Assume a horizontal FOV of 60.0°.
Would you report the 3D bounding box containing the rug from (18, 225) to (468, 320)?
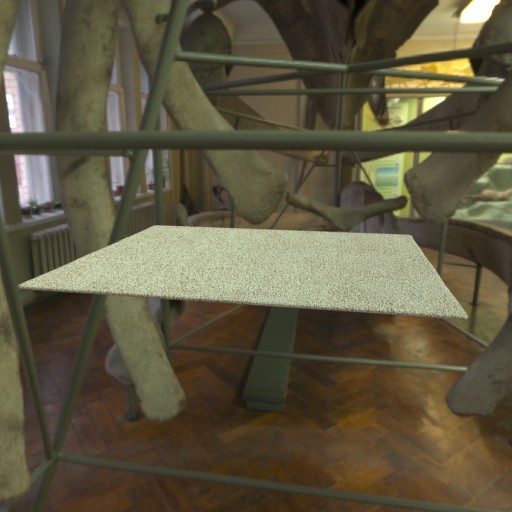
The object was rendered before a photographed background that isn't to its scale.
[{"bbox_3d":[0.000,0.000,4.065,3.047,0.029,2.438,3,15,11],"label":"rug"}]
